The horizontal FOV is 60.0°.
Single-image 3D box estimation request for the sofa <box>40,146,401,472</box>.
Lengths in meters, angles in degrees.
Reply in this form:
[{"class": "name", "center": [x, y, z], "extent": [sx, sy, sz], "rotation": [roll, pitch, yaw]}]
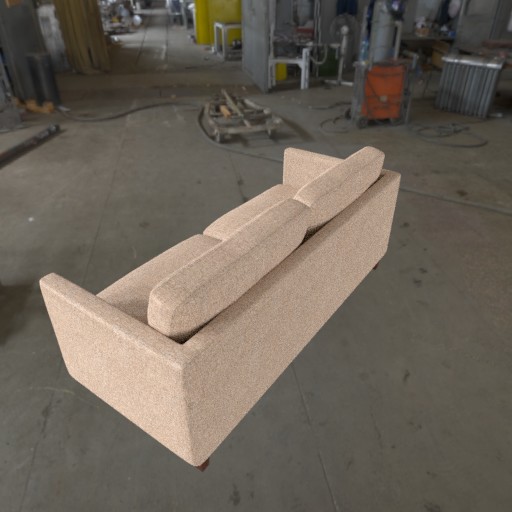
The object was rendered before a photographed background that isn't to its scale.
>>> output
[{"class": "sofa", "center": [0.000, 0.000, 2.696], "extent": [0.951, 0.965, 2.208], "rotation": [22, 39, 29]}]
